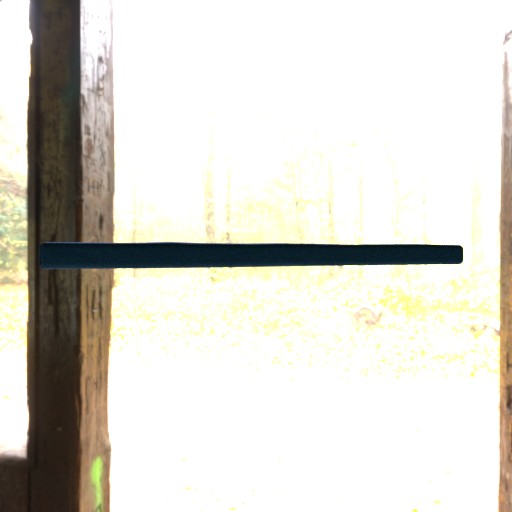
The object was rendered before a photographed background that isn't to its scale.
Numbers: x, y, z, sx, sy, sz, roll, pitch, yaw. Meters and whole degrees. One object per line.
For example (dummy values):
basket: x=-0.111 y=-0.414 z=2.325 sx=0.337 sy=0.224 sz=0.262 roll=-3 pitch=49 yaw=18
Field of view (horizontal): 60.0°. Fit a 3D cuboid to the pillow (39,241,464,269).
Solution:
pillow: x=0.000 y=0.000 z=1.357 sx=1.187 sy=0.081 sz=0.492 roll=0 pitch=1 yaw=-18
